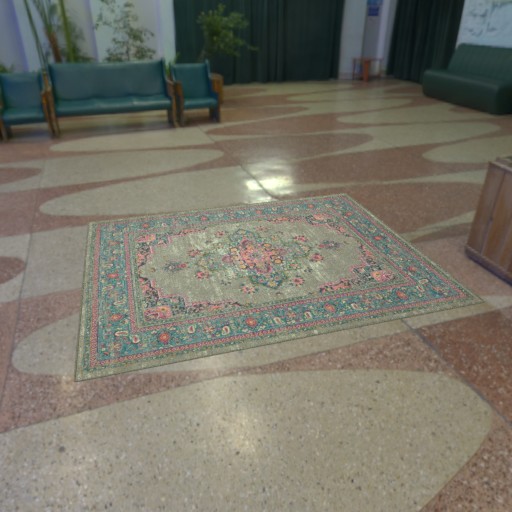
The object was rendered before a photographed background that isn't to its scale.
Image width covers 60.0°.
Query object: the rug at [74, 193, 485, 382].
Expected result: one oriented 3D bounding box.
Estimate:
[{"bbox_3d":[0.000,0.000,4.124,3.057,0.013,2.434,-8,30,-14],"label":"rug"}]
